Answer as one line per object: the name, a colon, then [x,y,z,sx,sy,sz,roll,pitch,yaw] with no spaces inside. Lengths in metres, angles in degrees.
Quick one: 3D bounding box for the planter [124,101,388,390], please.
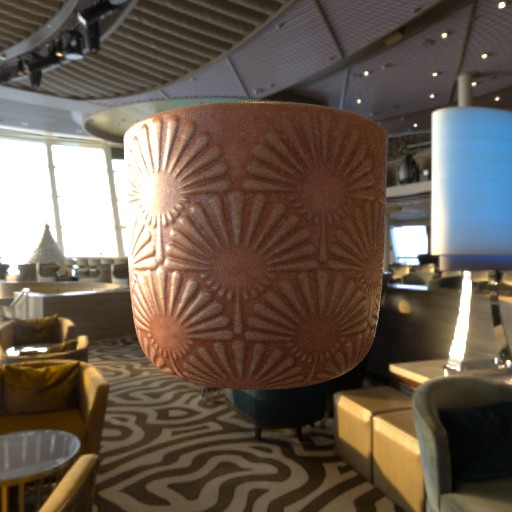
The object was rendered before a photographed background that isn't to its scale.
planter: [0.000,0.000,0.216,0.124,0.109,0.124,0,0,0]
